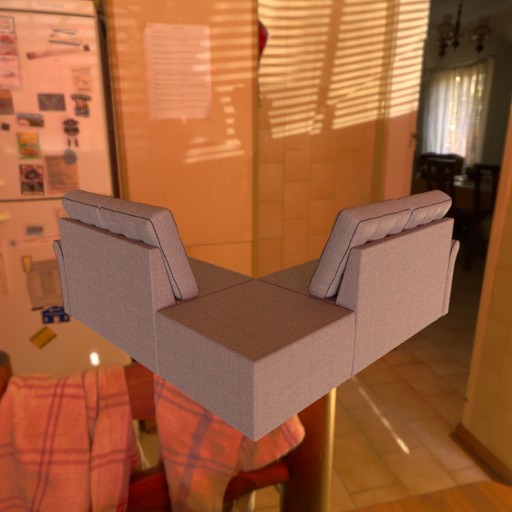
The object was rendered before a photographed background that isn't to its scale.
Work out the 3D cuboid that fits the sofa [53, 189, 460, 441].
[{"bbox_3d":[0.000,0.000,3.205,2.068,0.988,2.070,-16,22,-43],"label":"sofa"}]
